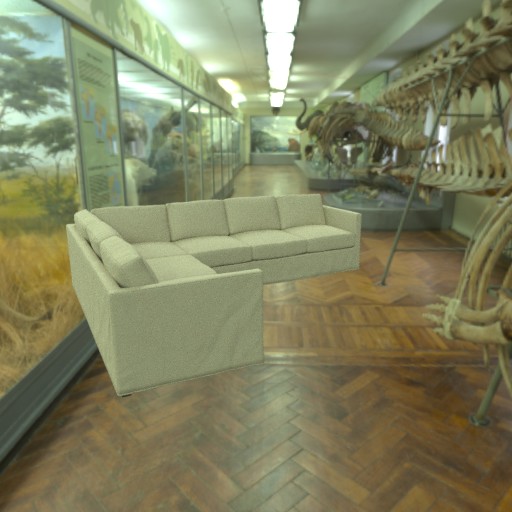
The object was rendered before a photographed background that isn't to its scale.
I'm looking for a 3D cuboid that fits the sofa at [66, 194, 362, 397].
[{"bbox_3d":[0.000,0.000,4.326,3.182,0.871,2.432,-8,17,-27],"label":"sofa"}]
